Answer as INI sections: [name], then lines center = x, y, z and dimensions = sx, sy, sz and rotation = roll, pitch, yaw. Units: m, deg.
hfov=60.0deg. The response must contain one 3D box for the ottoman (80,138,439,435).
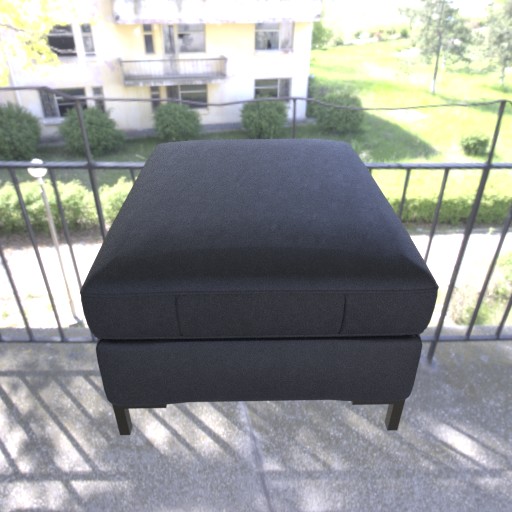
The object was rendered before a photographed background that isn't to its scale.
[ottoman]
center = 0.000, 0.000, 1.788
dimensions = 0.967, 0.696, 1.187
rotation = -1, 32, -1
